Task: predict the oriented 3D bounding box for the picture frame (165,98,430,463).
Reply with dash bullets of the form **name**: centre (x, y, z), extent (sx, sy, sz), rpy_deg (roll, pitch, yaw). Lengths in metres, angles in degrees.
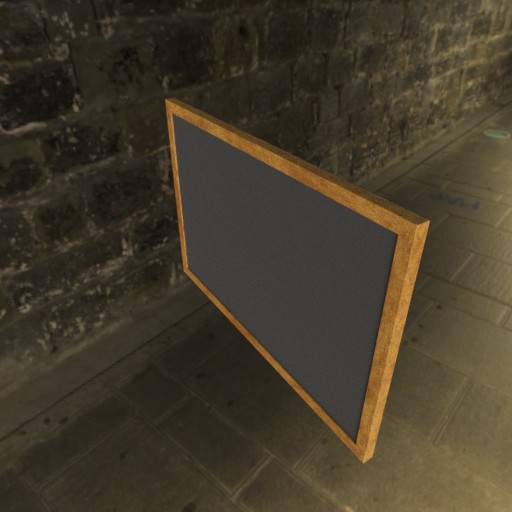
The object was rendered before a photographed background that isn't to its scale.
- **picture frame**: centre (0.000, 0.000, 1.169), extent (0.029, 0.621, 0.922), rpy_deg (-20, 38, -28)
